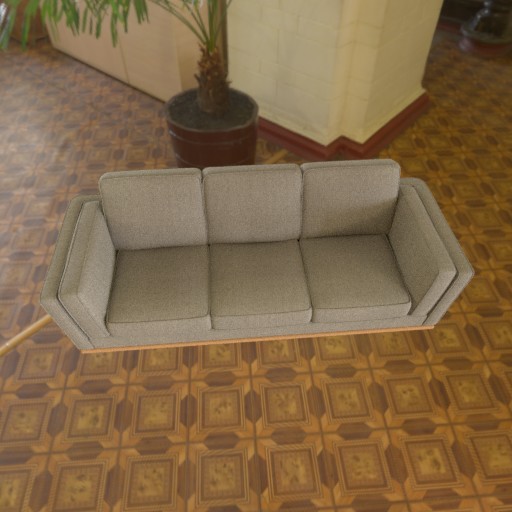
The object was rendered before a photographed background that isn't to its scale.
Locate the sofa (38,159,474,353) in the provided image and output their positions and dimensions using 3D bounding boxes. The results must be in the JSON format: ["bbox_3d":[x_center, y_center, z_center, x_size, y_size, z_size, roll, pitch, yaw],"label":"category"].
[{"bbox_3d":[0.000,0.000,2.822,2.362,0.899,0.903,-3,47,-3],"label":"sofa"}]
